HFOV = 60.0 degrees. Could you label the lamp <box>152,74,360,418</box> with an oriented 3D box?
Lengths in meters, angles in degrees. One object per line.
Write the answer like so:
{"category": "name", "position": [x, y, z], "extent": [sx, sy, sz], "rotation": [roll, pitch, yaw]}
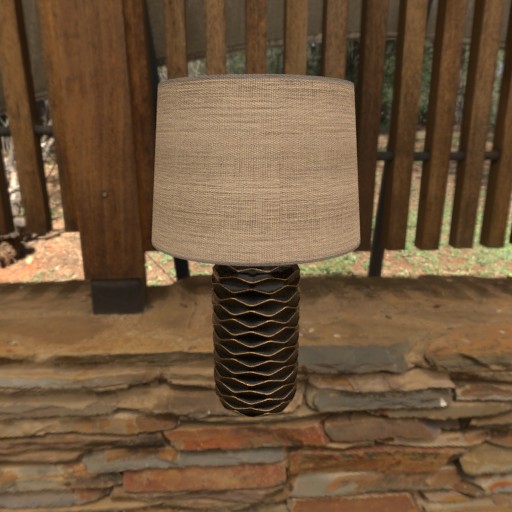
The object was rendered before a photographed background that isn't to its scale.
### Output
{"category": "lamp", "position": [0.000, 0.000, 0.828], "extent": [0.376, 0.594, 0.376], "rotation": [0, 15, 0]}
